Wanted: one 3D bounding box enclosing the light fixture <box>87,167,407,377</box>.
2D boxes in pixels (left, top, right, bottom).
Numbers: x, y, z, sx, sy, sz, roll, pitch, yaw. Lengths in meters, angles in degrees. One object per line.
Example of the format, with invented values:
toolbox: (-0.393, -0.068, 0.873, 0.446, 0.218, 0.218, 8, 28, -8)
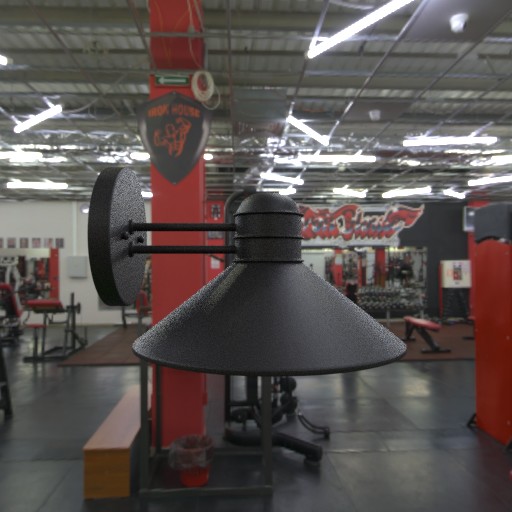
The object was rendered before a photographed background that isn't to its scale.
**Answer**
light fixture: (0.000, 0.000, 0.672, 0.434, 0.265, 0.396, 0, -1, -1)
